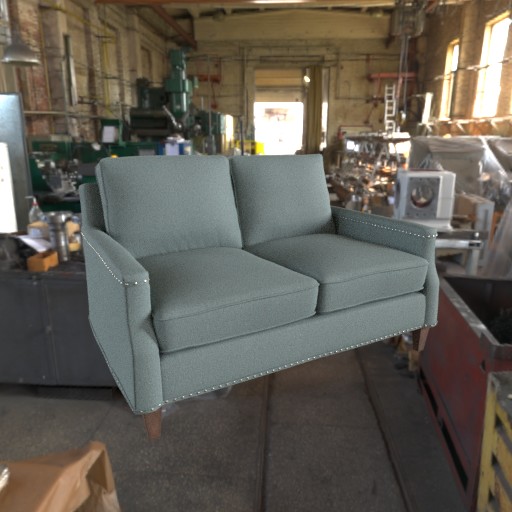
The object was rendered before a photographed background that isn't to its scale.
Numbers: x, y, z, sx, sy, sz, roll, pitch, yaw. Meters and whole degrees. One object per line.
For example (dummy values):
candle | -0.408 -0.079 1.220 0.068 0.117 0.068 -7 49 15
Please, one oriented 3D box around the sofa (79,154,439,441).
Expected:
sofa | 0.000 0.000 2.284 1.597 1.003 1.084 -8 17 -29
